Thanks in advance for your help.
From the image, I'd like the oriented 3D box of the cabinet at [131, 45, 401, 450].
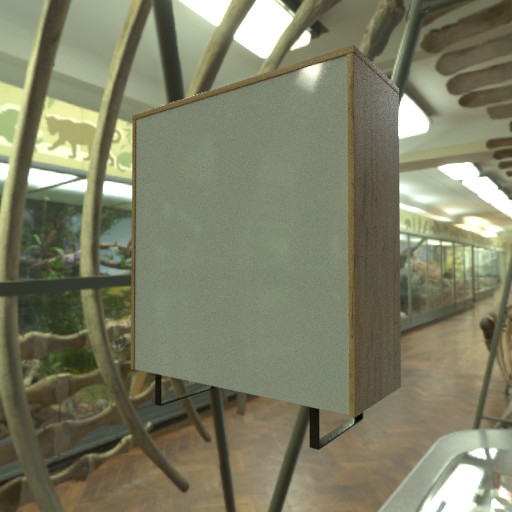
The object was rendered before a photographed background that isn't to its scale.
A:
[{"bbox_3d":[0.000,0.000,2.011,1.168,1.397,0.473,-1,-2,36],"label":"cabinet"}]
